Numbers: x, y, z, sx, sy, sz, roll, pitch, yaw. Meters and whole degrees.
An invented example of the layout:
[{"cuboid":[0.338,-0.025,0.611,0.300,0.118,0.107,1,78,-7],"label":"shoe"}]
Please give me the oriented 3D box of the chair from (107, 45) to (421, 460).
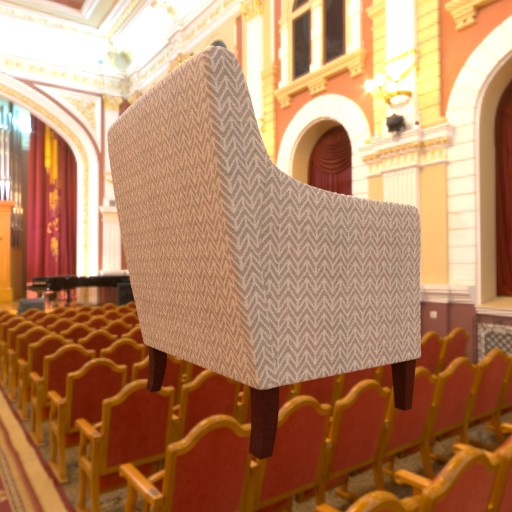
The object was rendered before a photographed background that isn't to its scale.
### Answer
[{"cuboid":[0.000,0.000,1.241,0.651,0.816,0.623,1,-1,-35],"label":"chair"}]
